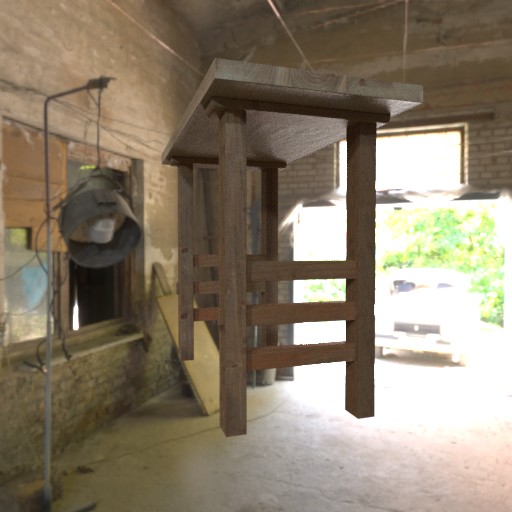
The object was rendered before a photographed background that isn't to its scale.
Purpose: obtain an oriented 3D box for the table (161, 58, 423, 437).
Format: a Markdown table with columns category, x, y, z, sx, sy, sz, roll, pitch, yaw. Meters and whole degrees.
| category | x | y | z | sx | sy | sz | roll | pitch | yaw |
| --- | --- | --- | --- | --- | --- | --- | --- | --- | --- |
| table | 0.000 | 0.000 | 1.614 | 0.556 | 0.914 | 1.119 | 0 | 2 | -18 |
